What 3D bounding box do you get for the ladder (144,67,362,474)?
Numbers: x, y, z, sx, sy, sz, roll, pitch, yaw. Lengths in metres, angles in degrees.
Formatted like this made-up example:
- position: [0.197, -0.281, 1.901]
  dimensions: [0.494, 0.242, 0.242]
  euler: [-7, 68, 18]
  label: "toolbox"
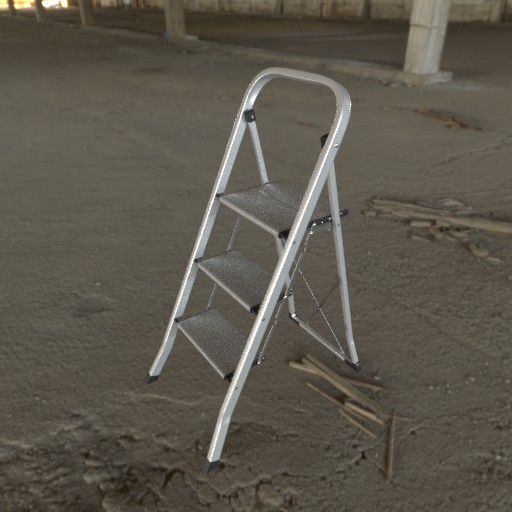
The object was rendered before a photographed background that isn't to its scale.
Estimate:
- position: [0.000, 0.000, 1.403]
  dimensions: [0.704, 1.070, 0.465]
  euler: [-20, 36, -30]
  label: "ladder"
